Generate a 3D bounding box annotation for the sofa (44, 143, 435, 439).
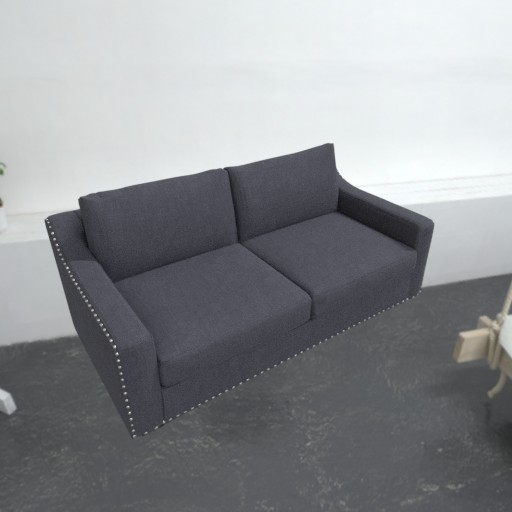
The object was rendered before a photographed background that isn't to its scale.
[{"bbox_3d":[0.000,0.000,3.324,2.550,1.196,1.336,-19,35,-30],"label":"sofa"}]
